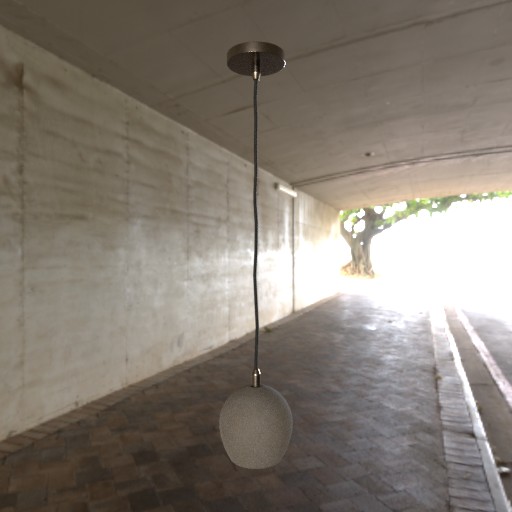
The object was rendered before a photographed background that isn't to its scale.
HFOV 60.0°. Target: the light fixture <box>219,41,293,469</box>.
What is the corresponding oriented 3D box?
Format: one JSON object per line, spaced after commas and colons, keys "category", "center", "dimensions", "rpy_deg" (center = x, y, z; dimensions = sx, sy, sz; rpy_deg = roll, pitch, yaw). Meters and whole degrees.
{"category": "light fixture", "center": [0.000, 0.000, 0.844], "dimensions": [0.139, 0.764, 0.139], "rpy_deg": [0, 0, -37]}
